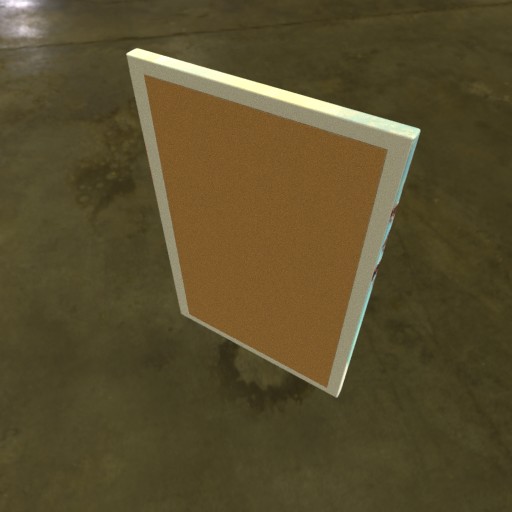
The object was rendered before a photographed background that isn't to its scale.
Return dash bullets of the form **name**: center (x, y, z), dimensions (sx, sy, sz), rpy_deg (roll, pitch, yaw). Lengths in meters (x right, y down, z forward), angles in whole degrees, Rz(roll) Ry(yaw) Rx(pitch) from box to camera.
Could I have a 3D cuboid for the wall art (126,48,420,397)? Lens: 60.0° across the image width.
- **wall art**: center (0.000, 0.000, 1.147), dimensions (0.605, 0.915, 0.037), rpy_deg (24, 52, 21)
